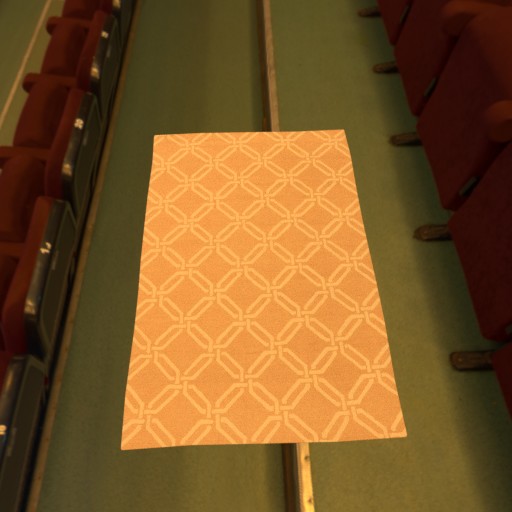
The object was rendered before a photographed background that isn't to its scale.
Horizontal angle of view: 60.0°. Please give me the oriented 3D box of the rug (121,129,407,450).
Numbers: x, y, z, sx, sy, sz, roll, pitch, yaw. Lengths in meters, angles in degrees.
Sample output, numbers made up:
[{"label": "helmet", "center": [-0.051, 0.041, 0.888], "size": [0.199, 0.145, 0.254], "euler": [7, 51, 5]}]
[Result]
[{"label": "rug", "center": [0.000, 0.000, 2.200], "size": [1.146, 0.010, 1.745], "euler": [-2, 59, -1]}]
